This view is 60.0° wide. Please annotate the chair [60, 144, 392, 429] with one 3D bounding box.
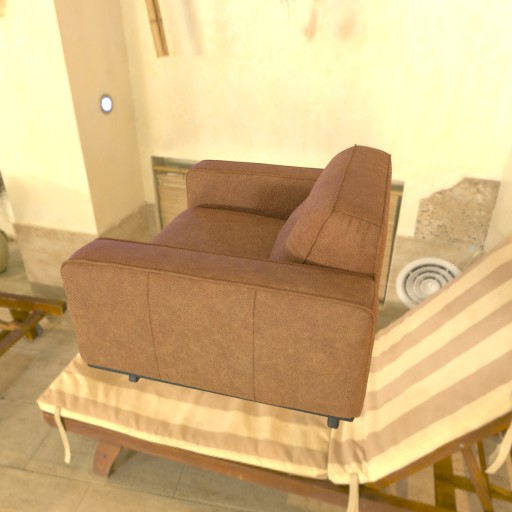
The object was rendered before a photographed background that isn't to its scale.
[{"bbox_3d":[0.000,0.000,1.750,0.952,0.782,1.118,8,30,14],"label":"chair"}]
